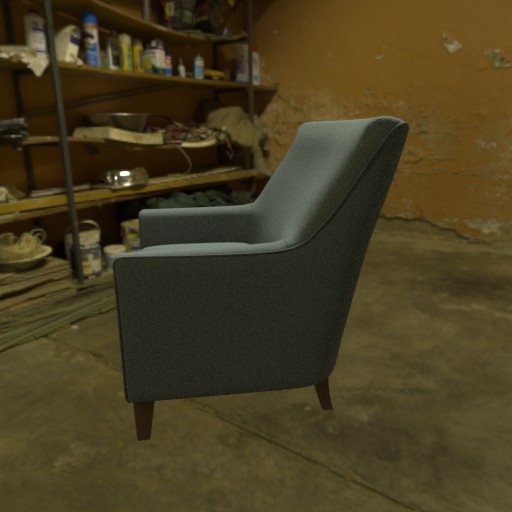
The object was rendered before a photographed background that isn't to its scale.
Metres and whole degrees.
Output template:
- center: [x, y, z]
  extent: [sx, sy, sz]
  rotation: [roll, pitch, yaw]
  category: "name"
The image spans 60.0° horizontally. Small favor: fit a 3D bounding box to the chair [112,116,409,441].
- center: [0.000, 0.000, 1.550]
  extent: [0.879, 0.916, 0.756]
  rotation: [-2, 16, -9]
  category: "chair"
